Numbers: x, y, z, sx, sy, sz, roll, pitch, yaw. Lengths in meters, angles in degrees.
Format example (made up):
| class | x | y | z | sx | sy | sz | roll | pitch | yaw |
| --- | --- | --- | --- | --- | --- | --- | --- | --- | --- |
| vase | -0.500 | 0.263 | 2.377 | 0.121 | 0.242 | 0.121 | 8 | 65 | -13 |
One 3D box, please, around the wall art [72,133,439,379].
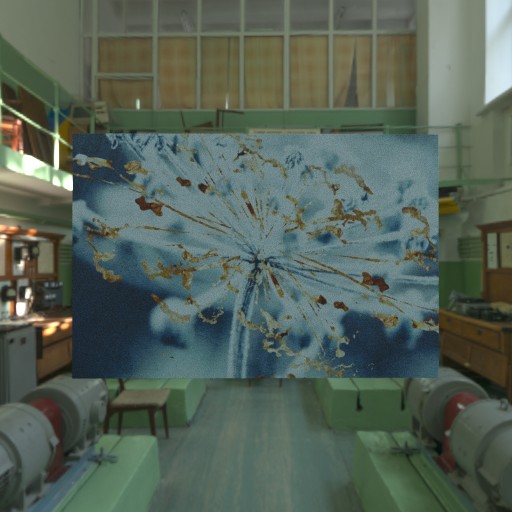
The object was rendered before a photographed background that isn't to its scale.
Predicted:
| class | x | y | z | sx | sy | sz | roll | pitch | yaw |
| --- | --- | --- | --- | --- | --- | --- | --- | --- | --- |
| wall art | 0.000 | 0.000 | 0.753 | 0.607 | 0.405 | 0.036 | 0 | 0 | -1 |
